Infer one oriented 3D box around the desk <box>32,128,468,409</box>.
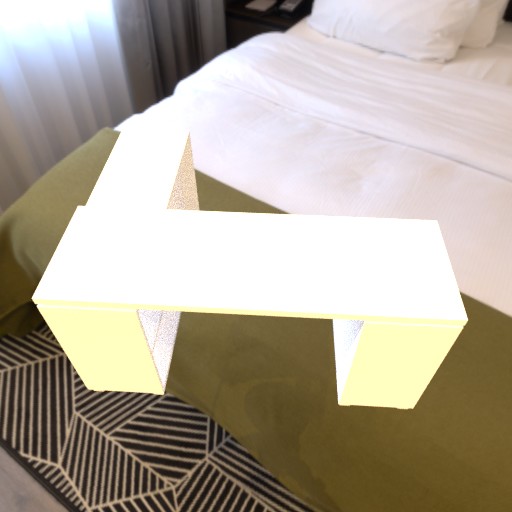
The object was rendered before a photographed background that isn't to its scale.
[{"bbox_3d":[0.000,0.000,2.229,1.524,0.759,1.199,3,48,2],"label":"desk"}]
